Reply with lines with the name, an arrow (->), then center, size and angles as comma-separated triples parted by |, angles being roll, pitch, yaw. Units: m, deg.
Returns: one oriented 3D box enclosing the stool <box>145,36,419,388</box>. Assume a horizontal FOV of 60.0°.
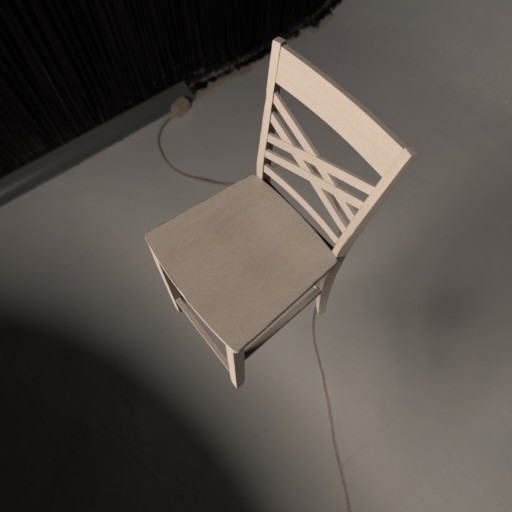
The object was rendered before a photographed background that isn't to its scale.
stool -> 0.000, 0.000, 1.420 | 0.539, 1.079, 0.462 | -36, 69, -16
